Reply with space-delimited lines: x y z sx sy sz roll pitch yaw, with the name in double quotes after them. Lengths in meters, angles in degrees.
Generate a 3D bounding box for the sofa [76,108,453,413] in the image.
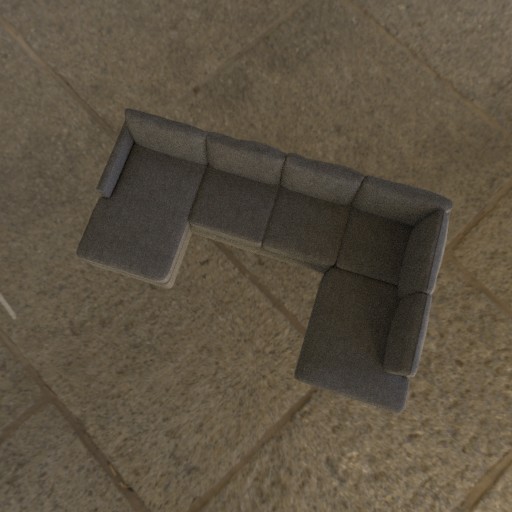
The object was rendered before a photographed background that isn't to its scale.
0.000 0.000 4.383 3.423 0.999 2.048 17 77 4 "sofa"
